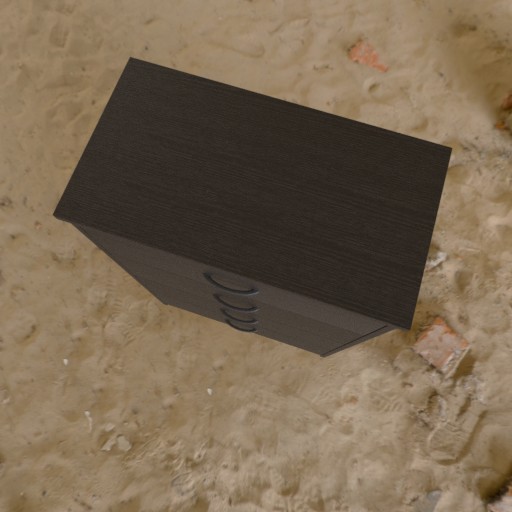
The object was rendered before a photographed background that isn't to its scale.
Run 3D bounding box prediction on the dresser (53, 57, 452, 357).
[{"bbox_3d":[0.000,0.000,1.362,0.704,1.020,0.399,18,75,5],"label":"dresser"}]
